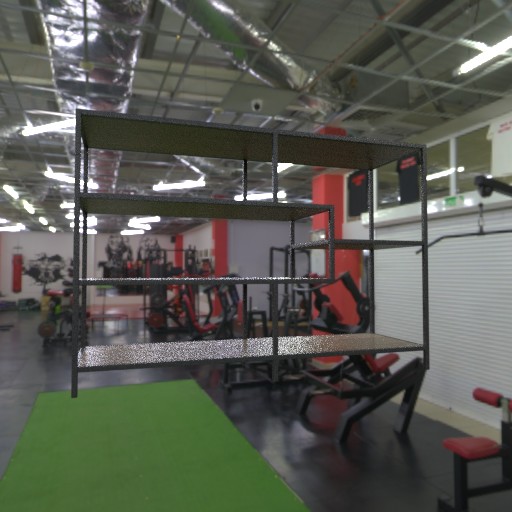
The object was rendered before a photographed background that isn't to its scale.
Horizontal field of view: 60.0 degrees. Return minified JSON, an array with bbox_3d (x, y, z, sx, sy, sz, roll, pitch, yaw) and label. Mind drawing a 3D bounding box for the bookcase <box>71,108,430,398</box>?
[{"bbox_3d":[0.000,0.000,1.528,1.140,0.780,0.350,1,-2,-18],"label":"bookcase"}]
